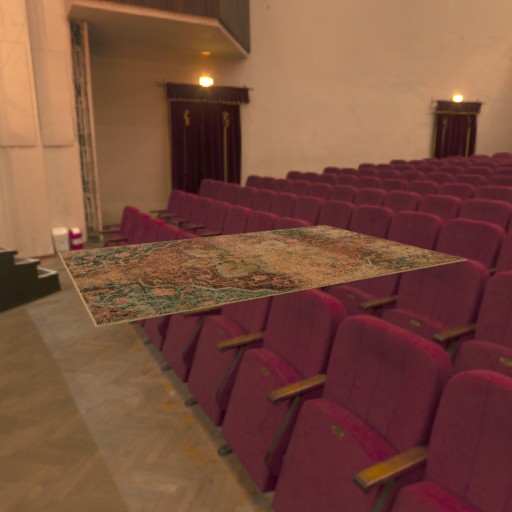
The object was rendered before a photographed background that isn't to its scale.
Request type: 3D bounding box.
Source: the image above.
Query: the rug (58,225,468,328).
[{"bbox_3d":[0.000,0.000,3.010,2.363,0.004,1.566,-7,15,-27],"label":"rug"}]
